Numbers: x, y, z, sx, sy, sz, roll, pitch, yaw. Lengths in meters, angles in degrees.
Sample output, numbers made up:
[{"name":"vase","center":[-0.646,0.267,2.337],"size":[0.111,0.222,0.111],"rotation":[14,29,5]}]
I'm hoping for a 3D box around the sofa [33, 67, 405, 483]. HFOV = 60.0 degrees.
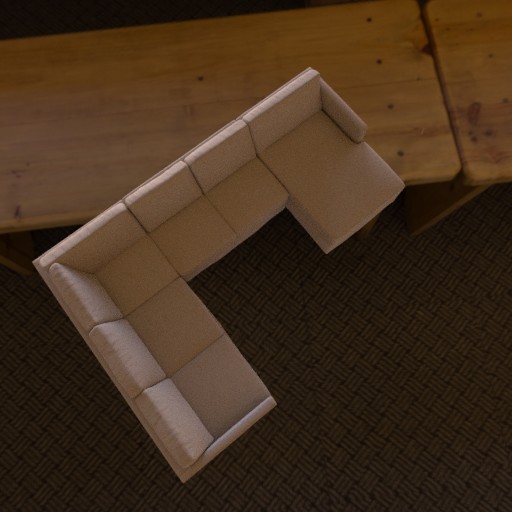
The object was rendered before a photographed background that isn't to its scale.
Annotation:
[{"name":"sofa","center":[0.000,0.000,4.419],"size":[3.460,0.882,2.427],"rotation":[-38,78,-9]}]
